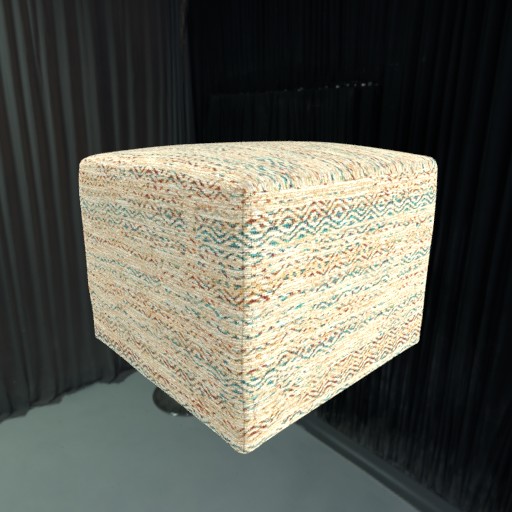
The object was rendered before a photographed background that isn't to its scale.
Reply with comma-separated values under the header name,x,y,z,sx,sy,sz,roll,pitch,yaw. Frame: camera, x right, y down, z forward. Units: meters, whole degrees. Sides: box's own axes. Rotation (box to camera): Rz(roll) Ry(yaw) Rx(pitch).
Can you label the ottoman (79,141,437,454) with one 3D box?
name,x,y,z,sx,sy,sz,roll,pitch,yaw
ottoman,0.000,0.000,0.916,0.521,0.453,0.512,-15,23,-40
